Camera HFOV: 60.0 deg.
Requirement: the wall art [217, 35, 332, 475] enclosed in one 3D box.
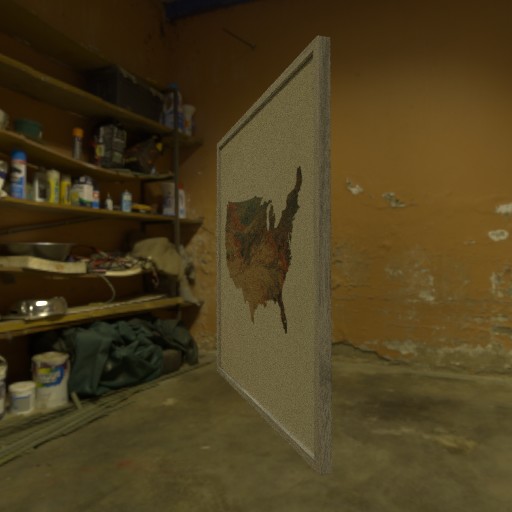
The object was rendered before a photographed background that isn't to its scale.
[{"bbox_3d":[0.000,0.000,0.753,0.016,0.507,0.508,0,-1,-18],"label":"wall art"}]
